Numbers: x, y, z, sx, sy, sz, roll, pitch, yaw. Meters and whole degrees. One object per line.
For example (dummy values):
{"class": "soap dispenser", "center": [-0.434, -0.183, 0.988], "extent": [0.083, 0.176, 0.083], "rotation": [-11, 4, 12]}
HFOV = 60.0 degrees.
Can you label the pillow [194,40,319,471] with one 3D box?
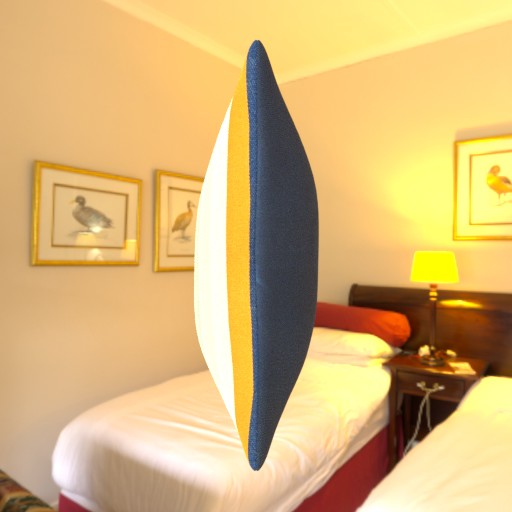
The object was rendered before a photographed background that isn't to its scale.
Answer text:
{"class": "pillow", "center": [0.000, 0.000, 0.693], "extent": [0.173, 0.454, 0.463], "rotation": [0, 0, 0]}
